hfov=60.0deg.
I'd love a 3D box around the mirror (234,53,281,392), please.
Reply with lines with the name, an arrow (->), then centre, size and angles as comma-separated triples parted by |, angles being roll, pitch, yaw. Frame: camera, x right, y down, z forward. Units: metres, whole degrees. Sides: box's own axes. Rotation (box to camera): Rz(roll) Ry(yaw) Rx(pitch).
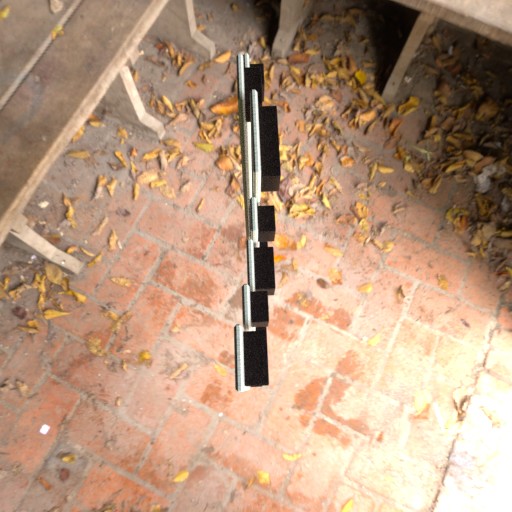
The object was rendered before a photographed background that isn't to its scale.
mirror -> 0.000, 0.000, 0.770 | 0.058, 0.611, 0.445 | -2, 73, -1
